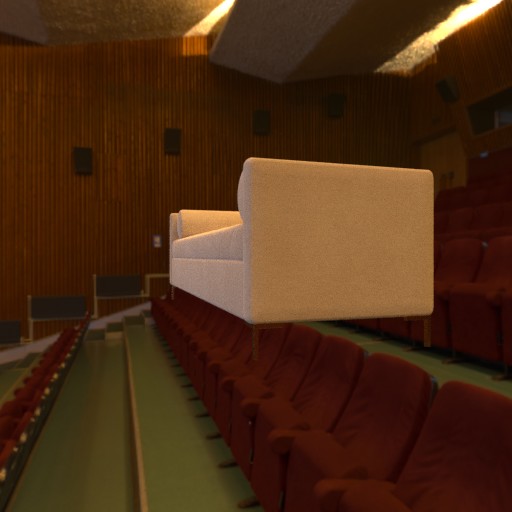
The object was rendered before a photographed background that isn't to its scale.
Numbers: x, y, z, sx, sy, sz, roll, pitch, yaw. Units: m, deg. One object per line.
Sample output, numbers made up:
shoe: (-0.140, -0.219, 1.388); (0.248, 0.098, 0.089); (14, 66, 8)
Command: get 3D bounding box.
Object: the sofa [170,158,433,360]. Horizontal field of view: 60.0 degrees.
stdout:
sofa: (0.000, 0.000, 2.392); (0.686, 0.635, 1.981); (0, 0, -18)
